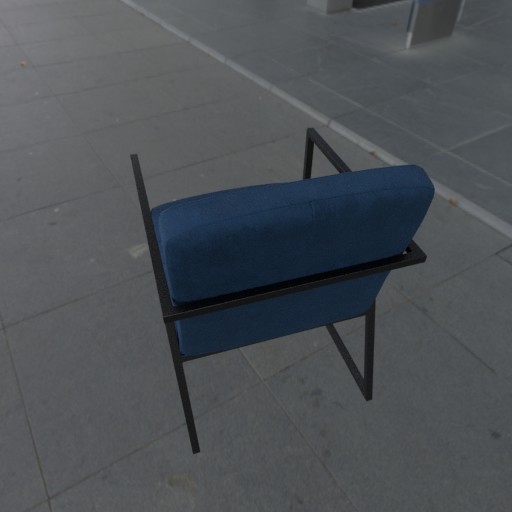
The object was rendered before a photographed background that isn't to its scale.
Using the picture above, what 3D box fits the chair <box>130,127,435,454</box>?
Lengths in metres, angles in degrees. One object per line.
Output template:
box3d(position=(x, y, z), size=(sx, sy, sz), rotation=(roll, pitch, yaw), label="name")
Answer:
box3d(position=(0.000, 0.000, 1.258), size=(0.571, 0.833, 0.677), rotation=(-12, 44, -13), label="chair")
